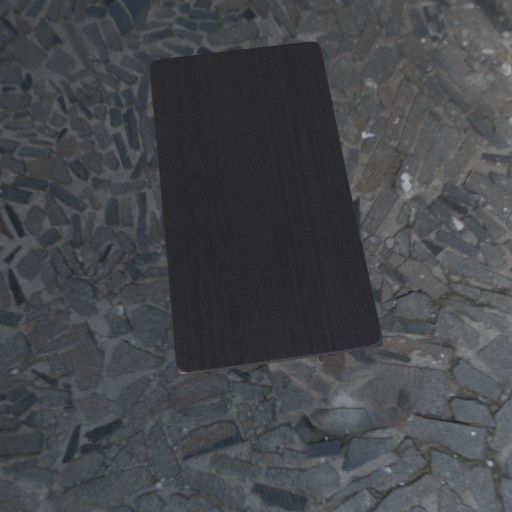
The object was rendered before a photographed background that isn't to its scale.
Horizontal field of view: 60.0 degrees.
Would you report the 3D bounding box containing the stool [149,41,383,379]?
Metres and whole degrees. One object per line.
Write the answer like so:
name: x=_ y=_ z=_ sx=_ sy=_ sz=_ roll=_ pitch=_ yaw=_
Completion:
stool: x=0.000 y=0.000 z=0.829 sx=0.322 sy=0.610 sz=0.406 roll=-8 pitch=75 yaw=-2
